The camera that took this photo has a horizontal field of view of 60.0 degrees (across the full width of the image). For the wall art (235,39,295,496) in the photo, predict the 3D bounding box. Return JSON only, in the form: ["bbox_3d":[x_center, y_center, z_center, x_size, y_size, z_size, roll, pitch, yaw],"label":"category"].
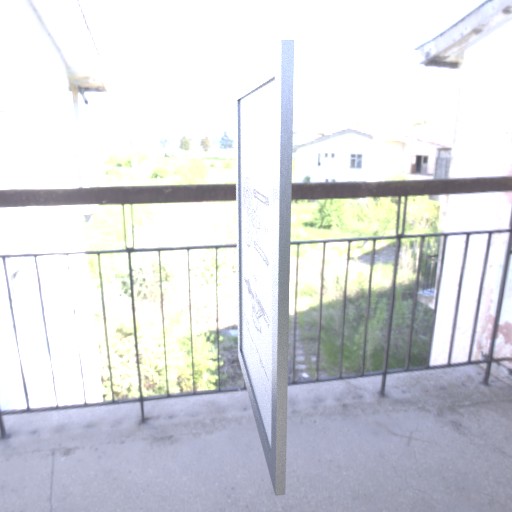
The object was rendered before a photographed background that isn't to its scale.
[{"bbox_3d":[0.000,0.000,0.672,0.013,0.529,0.376,-2,15,-9],"label":"wall art"}]
